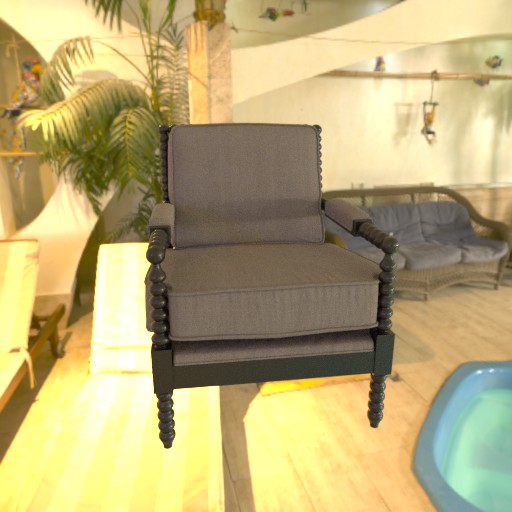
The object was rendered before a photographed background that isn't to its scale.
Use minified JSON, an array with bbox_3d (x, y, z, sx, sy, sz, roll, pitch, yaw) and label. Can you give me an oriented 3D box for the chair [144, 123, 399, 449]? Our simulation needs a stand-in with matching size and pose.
[{"bbox_3d":[0.000,0.000,1.143,0.540,0.661,0.622,-2,16,-8],"label":"chair"}]
